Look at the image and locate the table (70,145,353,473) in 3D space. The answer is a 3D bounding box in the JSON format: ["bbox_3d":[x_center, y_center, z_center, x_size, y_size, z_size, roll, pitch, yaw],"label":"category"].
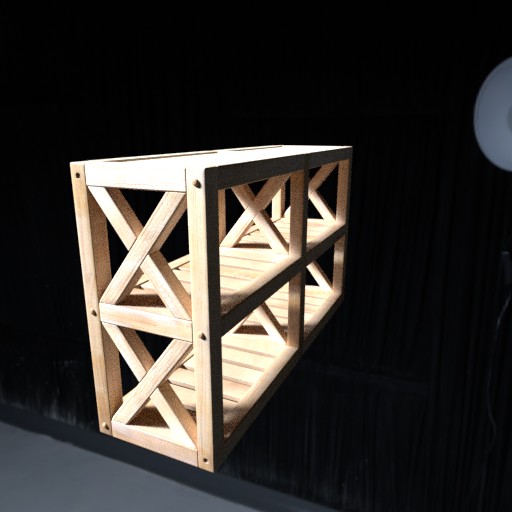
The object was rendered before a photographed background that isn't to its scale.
[{"bbox_3d":[0.000,0.000,1.663,0.381,0.762,1.320,7,17,24],"label":"table"}]
